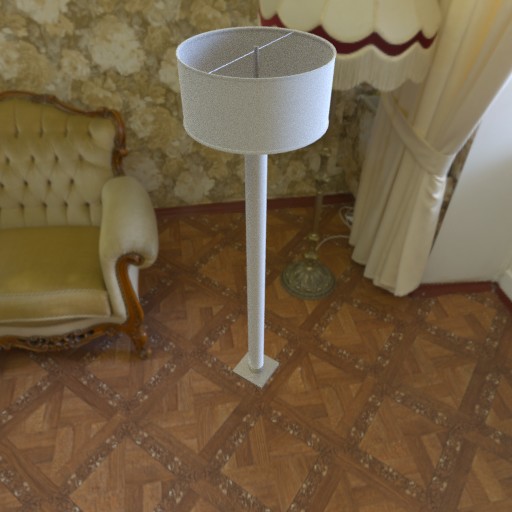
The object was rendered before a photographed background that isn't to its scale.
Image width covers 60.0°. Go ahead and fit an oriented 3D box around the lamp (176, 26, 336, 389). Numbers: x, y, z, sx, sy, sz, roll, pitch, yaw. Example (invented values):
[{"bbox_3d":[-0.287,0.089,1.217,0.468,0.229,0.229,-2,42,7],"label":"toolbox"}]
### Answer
[{"bbox_3d":[0.000,0.000,1.649,0.420,1.475,0.420,24,47,24],"label":"lamp"}]
